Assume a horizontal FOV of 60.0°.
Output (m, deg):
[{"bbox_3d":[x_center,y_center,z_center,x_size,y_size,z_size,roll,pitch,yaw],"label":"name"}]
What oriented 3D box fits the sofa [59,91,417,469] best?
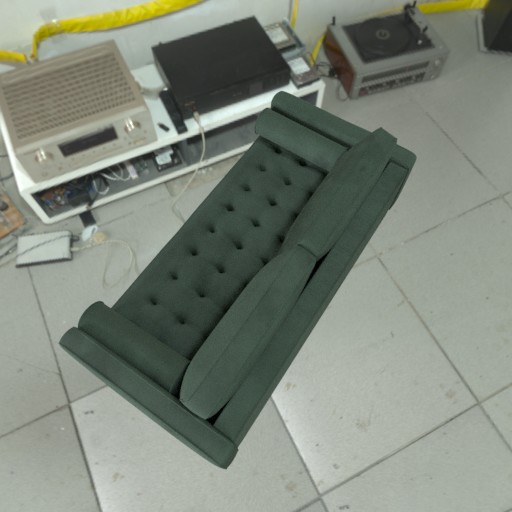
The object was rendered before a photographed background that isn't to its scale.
[{"bbox_3d":[0.000,0.000,2.350,0.916,0.772,1.880,31,68,14],"label":"sofa"}]
